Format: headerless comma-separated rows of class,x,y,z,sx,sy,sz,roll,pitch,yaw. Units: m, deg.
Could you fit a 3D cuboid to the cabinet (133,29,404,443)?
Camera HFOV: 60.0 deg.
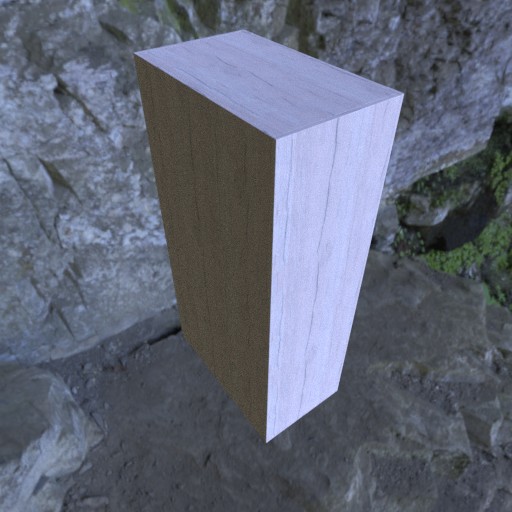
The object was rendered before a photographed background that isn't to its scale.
cabinet,0.000,0.000,2.367,0.580,1.930,0.980,-26,48,-26
